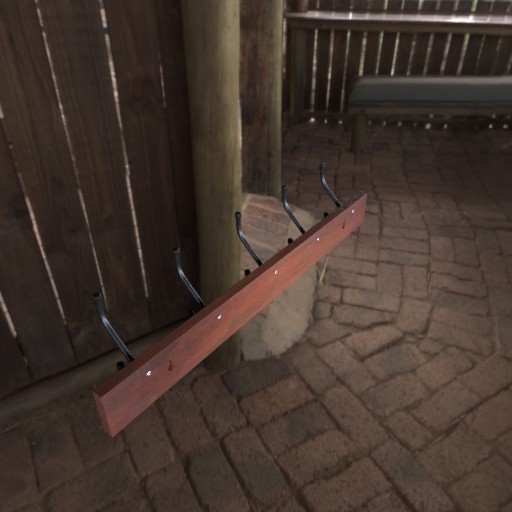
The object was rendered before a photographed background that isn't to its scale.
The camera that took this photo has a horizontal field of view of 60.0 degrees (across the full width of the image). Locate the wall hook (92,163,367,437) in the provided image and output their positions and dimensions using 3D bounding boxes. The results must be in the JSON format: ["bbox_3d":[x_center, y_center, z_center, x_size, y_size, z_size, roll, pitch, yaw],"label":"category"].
[{"bbox_3d":[0.000,0.000,0.624,0.071,0.117,0.571,22,39,31],"label":"wall hook"}]
